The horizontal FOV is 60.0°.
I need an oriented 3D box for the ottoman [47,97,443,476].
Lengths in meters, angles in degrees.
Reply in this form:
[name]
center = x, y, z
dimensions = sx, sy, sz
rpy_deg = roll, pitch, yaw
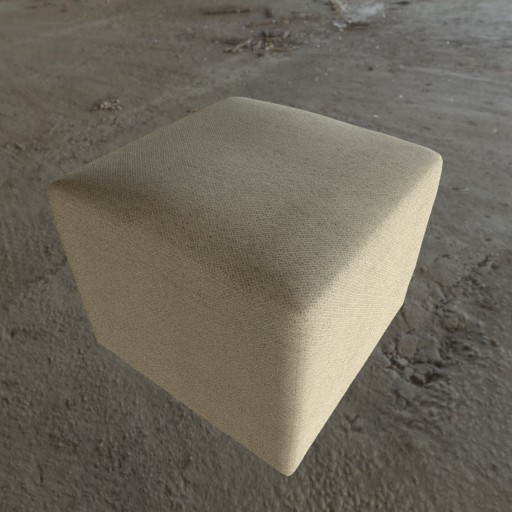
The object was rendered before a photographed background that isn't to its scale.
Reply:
[ottoman]
center = 0.000, 0.000, 0.889
dimensions = 0.512, 0.453, 0.521
rpy_deg = 25, 46, 27
